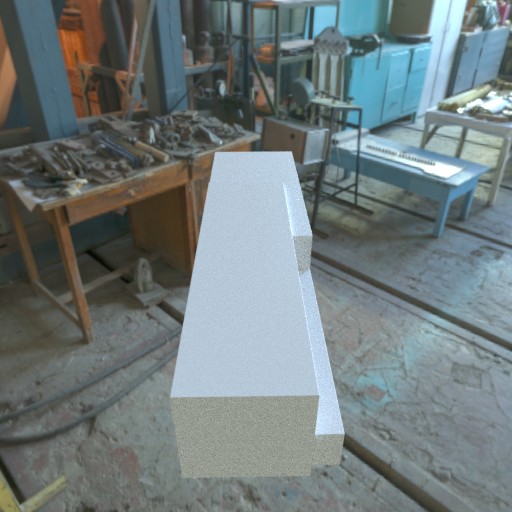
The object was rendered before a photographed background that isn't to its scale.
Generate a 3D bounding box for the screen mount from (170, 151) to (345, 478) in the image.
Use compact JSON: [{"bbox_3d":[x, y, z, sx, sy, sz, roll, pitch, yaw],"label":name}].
[{"bbox_3d":[0.000,0.000,1.801,0.420,0.320,1.680,-1,33,-1],"label":"screen mount"}]
